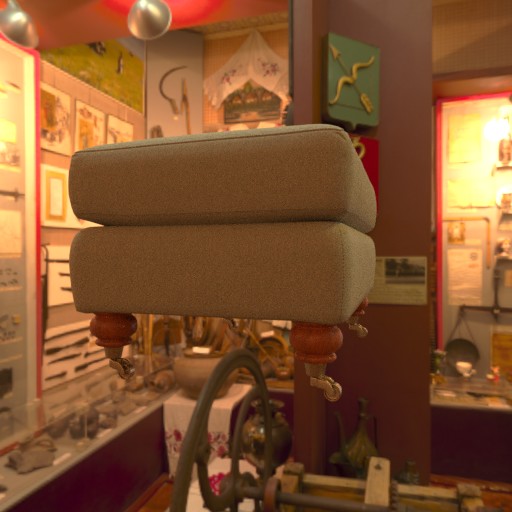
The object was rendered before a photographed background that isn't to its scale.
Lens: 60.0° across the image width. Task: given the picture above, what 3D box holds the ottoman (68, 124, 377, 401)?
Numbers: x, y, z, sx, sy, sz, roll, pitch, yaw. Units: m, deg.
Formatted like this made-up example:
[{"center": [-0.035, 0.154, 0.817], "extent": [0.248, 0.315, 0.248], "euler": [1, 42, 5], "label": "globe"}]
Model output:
[{"center": [0.000, 0.000, 1.144], "extent": [0.569, 0.499, 0.773], "euler": [0, 0, 18], "label": "ottoman"}]
